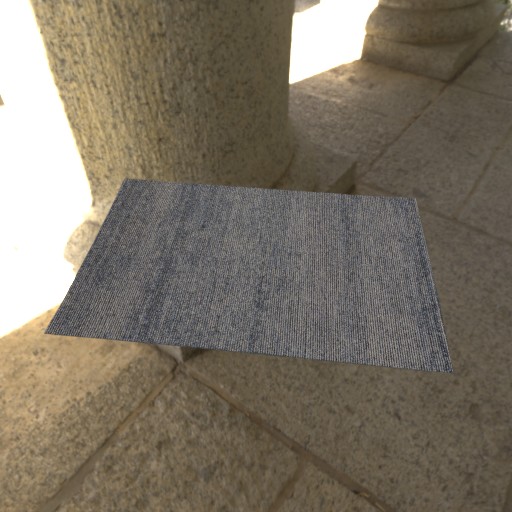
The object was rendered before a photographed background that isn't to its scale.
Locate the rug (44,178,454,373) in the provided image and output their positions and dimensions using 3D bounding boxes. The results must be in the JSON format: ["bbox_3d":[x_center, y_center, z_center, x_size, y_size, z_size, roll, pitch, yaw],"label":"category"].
[{"bbox_3d":[0.000,0.000,2.241,1.740,0.010,1.135,5,46,5],"label":"rug"}]
